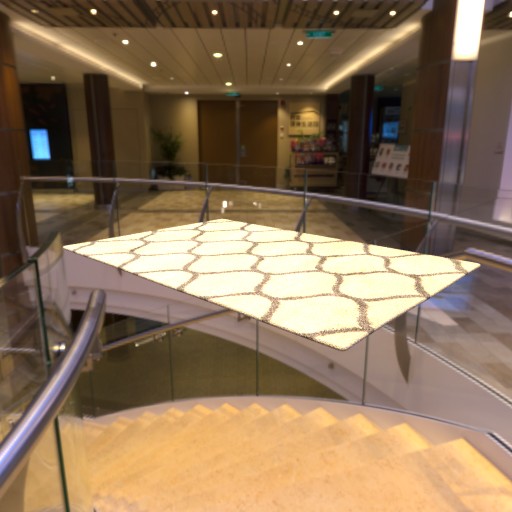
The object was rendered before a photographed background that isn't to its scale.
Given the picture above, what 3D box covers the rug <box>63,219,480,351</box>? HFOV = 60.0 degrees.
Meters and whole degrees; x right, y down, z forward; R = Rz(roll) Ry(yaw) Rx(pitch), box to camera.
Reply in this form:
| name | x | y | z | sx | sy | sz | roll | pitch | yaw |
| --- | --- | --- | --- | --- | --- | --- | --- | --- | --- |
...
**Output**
| name | x | y | z | sx | sy | sz | roll | pitch | yaw |
| --- | --- | --- | --- | --- | --- | --- | --- | --- | --- |
| rug | 0.000 | 0.000 | 3.399 | 2.701 | 0.026 | 1.801 | 13 | 20 | 41 |
